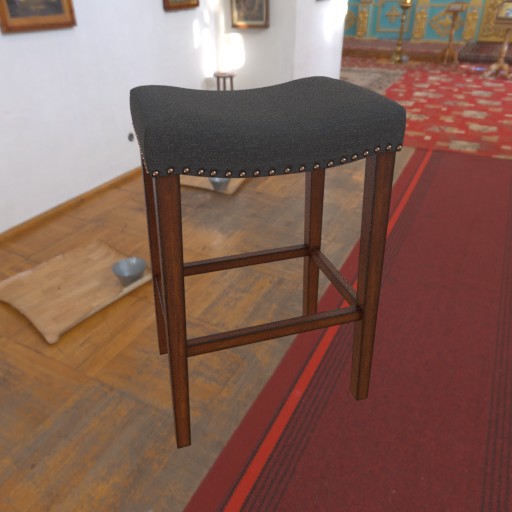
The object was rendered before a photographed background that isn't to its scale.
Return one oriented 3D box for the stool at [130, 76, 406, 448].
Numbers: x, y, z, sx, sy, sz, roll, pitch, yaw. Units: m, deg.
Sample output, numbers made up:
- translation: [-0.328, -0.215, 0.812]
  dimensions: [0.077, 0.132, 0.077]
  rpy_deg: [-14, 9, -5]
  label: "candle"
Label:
- translation: [0.000, 0.000, 1.061]
  dimensions: [0.502, 0.760, 0.366]
  rpy_deg: [-9, 32, -15]
  label: "stool"
